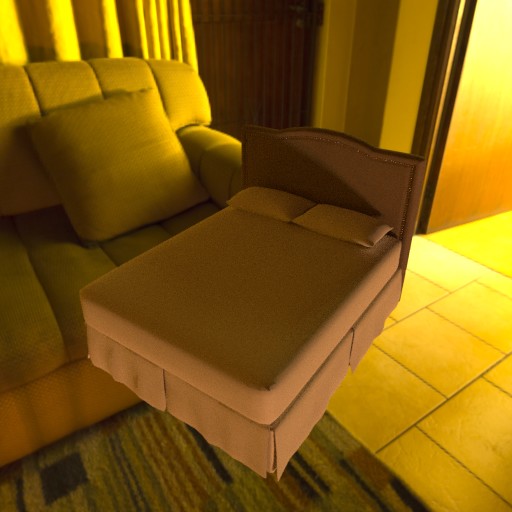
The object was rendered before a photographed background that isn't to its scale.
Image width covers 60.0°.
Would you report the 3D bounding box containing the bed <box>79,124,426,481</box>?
[{"bbox_3d":[0.000,0.000,3.300,1.744,1.441,2.128,20,36,30],"label":"bed"}]
